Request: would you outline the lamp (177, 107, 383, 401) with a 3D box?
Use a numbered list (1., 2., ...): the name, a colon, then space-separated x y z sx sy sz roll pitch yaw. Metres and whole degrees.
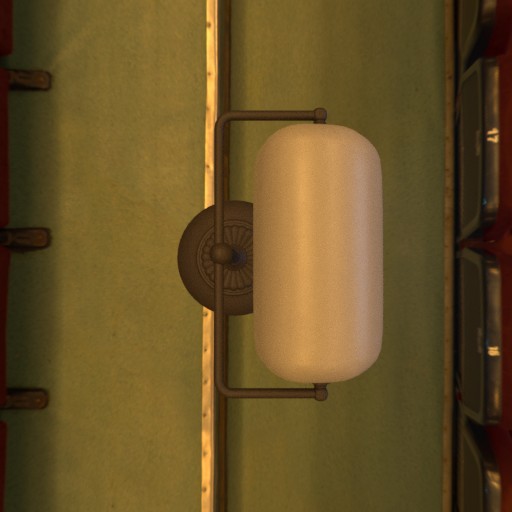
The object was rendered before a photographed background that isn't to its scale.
1. lamp: 0.000 0.000 0.519 0.243 0.339 0.264 0 89 0
